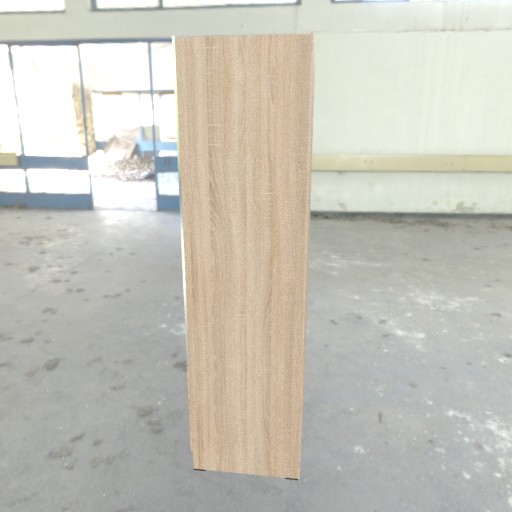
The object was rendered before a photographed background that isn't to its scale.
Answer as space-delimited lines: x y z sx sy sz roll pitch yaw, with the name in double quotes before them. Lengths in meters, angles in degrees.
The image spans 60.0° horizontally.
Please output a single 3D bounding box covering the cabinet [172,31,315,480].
"cabinet" 0.000 0.000 2.534 0.590 2.121 1.001 2 16 7
